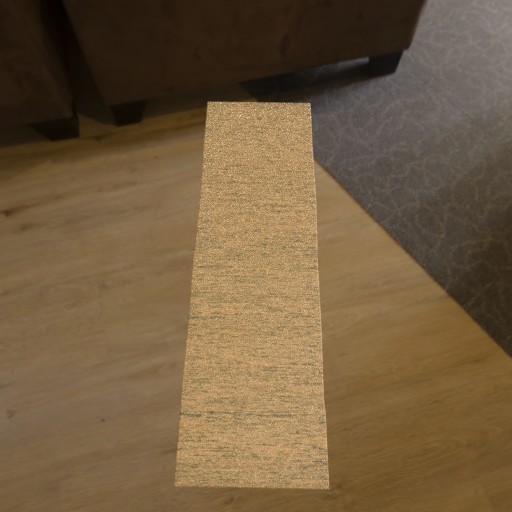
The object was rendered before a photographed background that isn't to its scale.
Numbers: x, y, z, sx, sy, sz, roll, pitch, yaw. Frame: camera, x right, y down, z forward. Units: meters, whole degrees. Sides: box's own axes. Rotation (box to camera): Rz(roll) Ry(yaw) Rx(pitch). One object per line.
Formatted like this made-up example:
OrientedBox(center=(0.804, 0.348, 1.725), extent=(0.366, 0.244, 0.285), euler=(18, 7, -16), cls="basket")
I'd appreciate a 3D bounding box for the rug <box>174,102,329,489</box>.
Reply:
OrientedBox(center=(0.000, 0.000, 2.468), extent=(0.700, 0.014, 2.290), euler=(1, 64, 0), cls="rug")
